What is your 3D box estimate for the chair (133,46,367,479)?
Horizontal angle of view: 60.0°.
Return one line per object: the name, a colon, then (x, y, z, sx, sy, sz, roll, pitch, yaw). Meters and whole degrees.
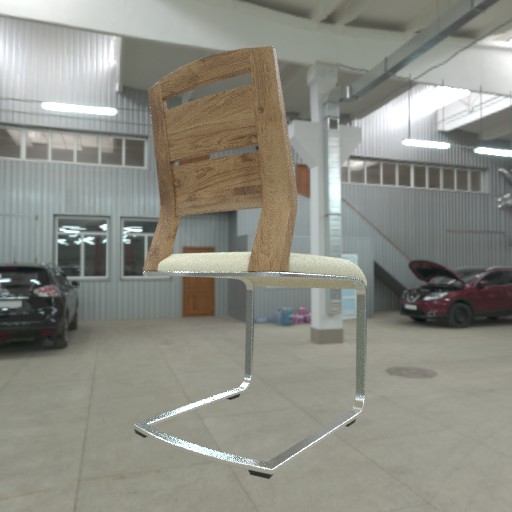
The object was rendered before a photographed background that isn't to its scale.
chair: (0.000, 0.000, 1.274, 0.457, 0.955, 0.561, -1, -2, 36)
